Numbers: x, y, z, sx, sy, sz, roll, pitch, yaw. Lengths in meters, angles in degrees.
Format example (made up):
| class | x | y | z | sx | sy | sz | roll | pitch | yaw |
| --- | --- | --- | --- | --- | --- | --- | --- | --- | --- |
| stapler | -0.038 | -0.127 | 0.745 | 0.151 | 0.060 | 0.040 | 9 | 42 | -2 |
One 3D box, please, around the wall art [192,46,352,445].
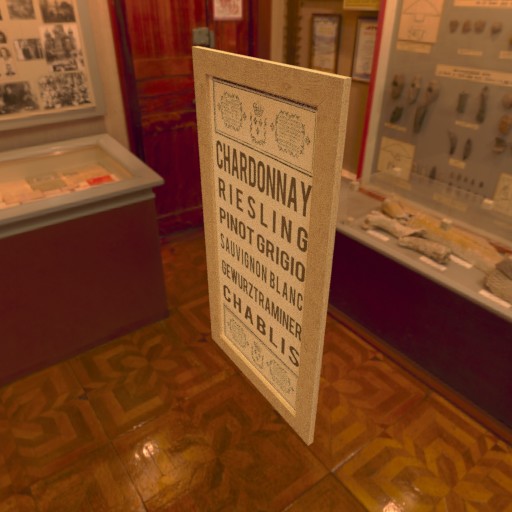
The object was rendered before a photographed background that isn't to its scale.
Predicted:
| class | x | y | z | sx | sy | sz | roll | pitch | yaw |
| --- | --- | --- | --- | --- | --- | --- | --- | --- | --- |
| wall art | 0.000 | 0.000 | 0.834 | 0.013 | 0.683 | 0.381 | -20 | 37 | -29 |
